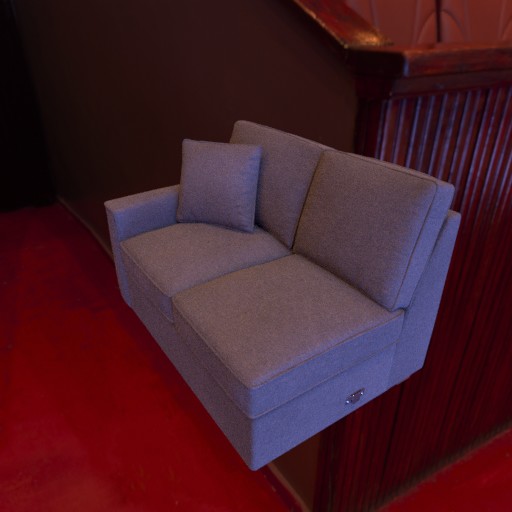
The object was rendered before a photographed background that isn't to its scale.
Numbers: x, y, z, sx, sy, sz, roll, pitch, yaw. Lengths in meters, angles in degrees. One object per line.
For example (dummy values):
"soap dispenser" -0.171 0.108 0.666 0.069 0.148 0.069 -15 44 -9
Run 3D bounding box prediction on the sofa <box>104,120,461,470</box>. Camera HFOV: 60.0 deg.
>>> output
"sofa" 0.000 0.000 2.079 0.991 0.989 1.388 -19 34 -29
